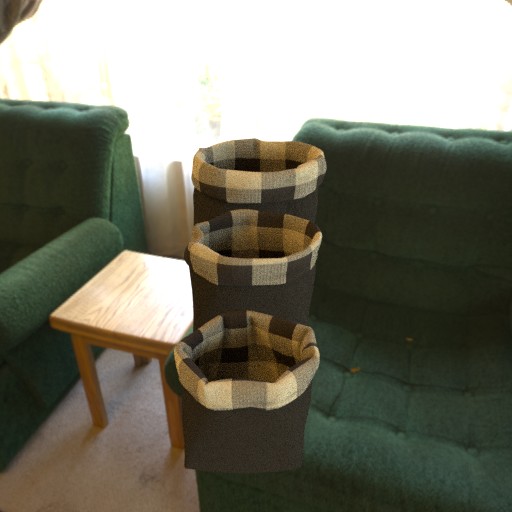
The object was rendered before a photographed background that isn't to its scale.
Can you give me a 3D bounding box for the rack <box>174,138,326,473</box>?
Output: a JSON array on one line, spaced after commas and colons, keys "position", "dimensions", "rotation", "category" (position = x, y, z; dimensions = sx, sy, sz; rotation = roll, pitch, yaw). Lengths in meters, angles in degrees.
[{"position": [0.000, 0.000, 1.042], "dimensions": [0.370, 0.329, 0.889], "rotation": [1, 31, 1], "category": "rack"}]
